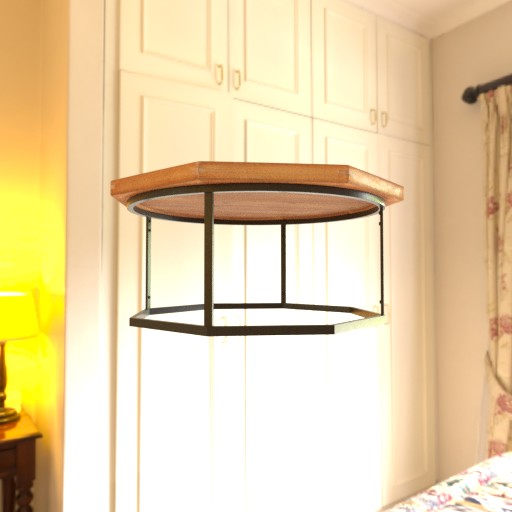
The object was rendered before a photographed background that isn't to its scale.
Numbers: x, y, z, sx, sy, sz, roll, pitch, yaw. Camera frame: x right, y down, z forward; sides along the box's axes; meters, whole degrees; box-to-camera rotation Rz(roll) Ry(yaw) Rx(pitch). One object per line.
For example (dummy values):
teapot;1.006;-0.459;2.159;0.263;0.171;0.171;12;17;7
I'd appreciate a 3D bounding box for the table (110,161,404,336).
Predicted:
table;0.000;0.000;1.574;1.002;0.444;1.002;0;-2;0
